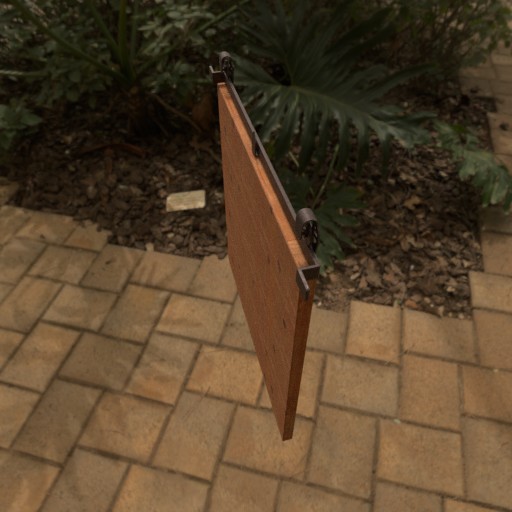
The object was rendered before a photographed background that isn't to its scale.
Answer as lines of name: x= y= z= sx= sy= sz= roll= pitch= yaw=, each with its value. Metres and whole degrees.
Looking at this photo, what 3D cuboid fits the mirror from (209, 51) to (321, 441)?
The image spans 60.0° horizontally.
mirror: x=0.000 y=0.000 z=1.183 sx=0.054 sy=0.800 sz=0.805 roll=-11 pitch=47 yaw=-10
